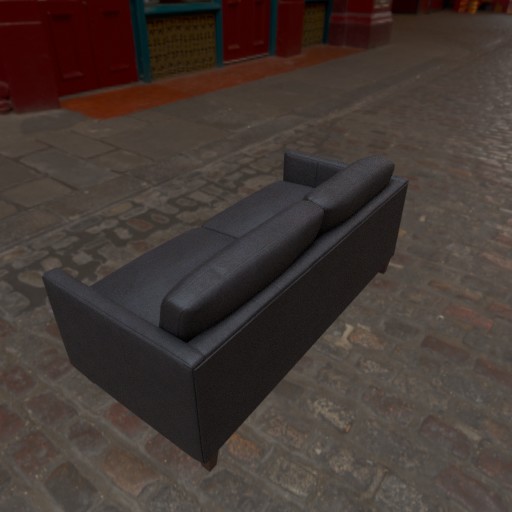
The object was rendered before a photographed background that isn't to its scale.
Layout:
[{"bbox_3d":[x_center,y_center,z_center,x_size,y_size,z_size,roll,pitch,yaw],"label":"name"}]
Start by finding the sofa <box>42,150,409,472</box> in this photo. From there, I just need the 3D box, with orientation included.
[{"bbox_3d":[0.000,0.000,2.455,0.933,0.863,1.971,22,39,30],"label":"sofa"}]
